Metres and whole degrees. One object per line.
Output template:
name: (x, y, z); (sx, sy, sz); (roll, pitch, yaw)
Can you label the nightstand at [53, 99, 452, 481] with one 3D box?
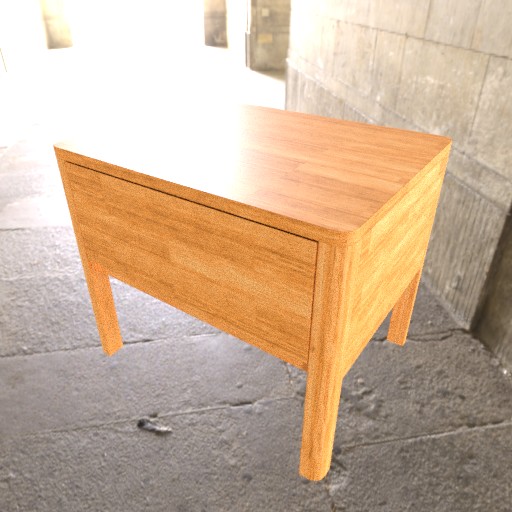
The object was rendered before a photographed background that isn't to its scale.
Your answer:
nightstand: (0.000, 0.000, 0.896); (0.560, 0.470, 0.440); (20, 37, 29)
